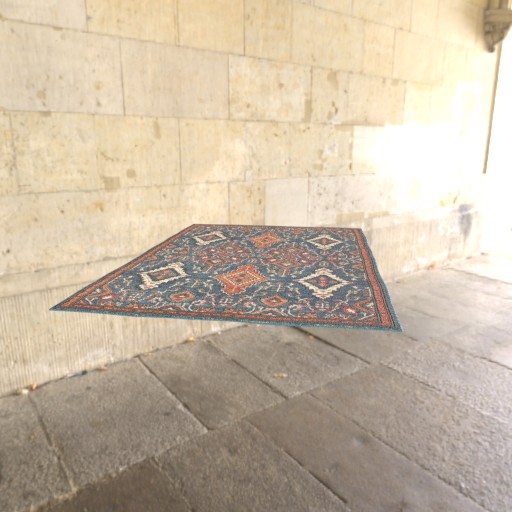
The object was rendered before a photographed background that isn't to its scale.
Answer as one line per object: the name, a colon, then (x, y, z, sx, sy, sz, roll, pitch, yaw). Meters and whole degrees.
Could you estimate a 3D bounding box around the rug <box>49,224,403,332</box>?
rug: (0.000, 0.000, 3.082, 1.622, 0.009, 2.373, 2, 14, 9)
